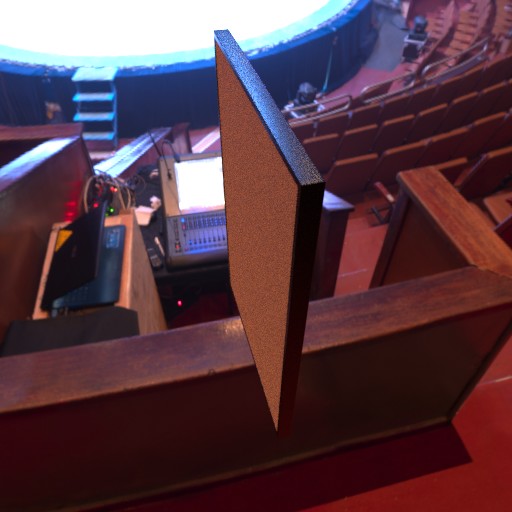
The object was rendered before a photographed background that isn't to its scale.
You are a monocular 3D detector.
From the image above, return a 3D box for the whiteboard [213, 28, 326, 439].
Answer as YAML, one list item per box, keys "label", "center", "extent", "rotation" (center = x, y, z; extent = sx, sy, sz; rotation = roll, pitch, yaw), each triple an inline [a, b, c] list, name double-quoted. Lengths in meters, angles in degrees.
- label: "whiteboard"
  center: [0.000, 0.000, 0.773]
  extent: [0.026, 0.611, 0.406]
  rotation: [-11, 48, -11]
